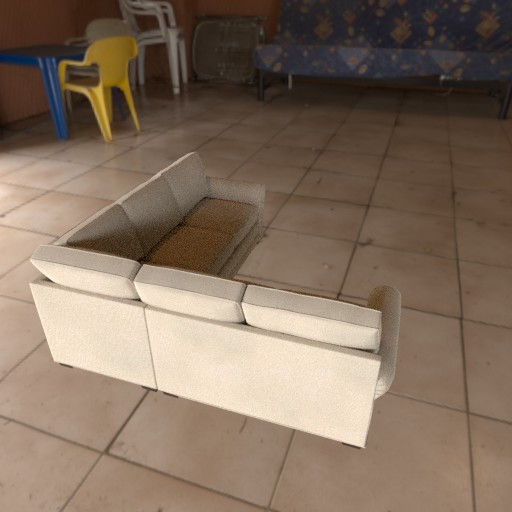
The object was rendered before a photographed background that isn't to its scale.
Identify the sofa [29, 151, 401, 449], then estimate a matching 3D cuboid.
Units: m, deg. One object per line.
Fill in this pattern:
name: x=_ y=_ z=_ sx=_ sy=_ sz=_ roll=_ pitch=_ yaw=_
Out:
sofa: x=0.000 y=0.000 z=3.917 sx=2.487 sy=1.054 sz=2.569 roll=10 pitch=32 yaw=16
